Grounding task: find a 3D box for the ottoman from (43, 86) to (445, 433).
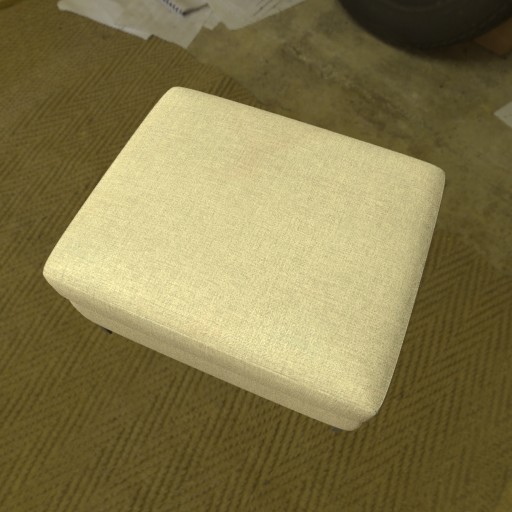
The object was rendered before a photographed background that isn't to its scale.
[{"bbox_3d":[0.000,0.000,1.229,0.820,0.490,0.671,21,65,10],"label":"ottoman"}]
